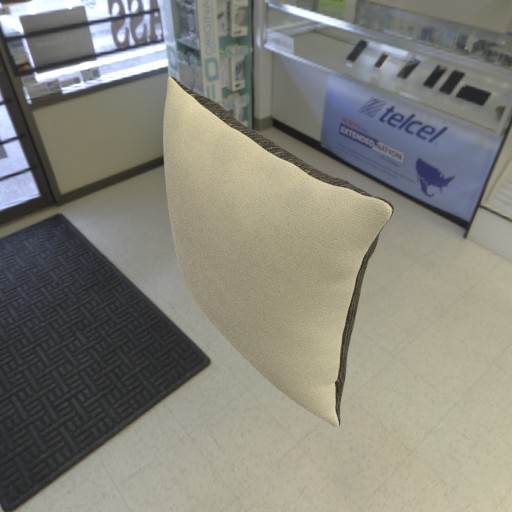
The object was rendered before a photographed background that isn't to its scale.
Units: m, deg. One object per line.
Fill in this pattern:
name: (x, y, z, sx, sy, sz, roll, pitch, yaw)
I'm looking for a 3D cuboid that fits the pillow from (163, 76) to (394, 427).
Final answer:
pillow: (0.000, 0.000, 0.691, 0.196, 0.434, 0.433, -27, 49, -27)
